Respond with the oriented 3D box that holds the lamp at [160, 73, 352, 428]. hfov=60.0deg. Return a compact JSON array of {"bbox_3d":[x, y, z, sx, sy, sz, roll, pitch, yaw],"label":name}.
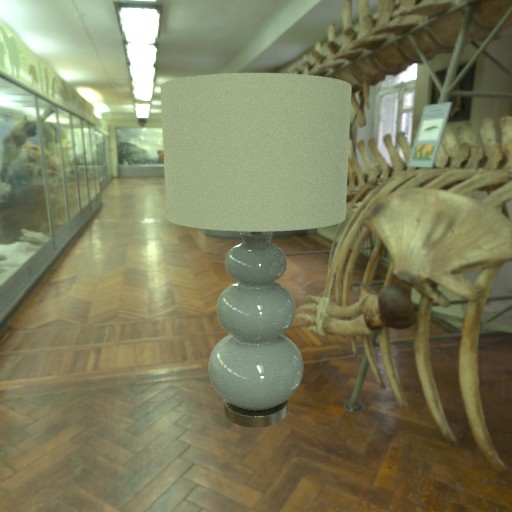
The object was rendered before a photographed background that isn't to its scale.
[{"bbox_3d":[0.000,0.000,0.948,0.367,0.730,0.367,-13,18,-43],"label":"lamp"}]
